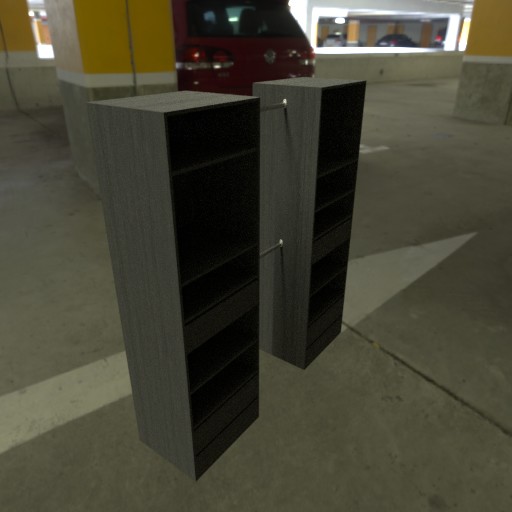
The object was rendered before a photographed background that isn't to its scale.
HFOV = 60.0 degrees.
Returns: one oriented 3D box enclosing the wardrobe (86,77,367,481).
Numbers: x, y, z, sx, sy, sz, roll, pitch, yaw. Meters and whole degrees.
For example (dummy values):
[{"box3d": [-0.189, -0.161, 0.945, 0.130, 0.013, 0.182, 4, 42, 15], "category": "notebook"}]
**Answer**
[{"box3d": [0.000, 0.000, 2.825, 0.480, 2.000, 1.770, 18, 31, 33], "category": "wardrobe"}]
